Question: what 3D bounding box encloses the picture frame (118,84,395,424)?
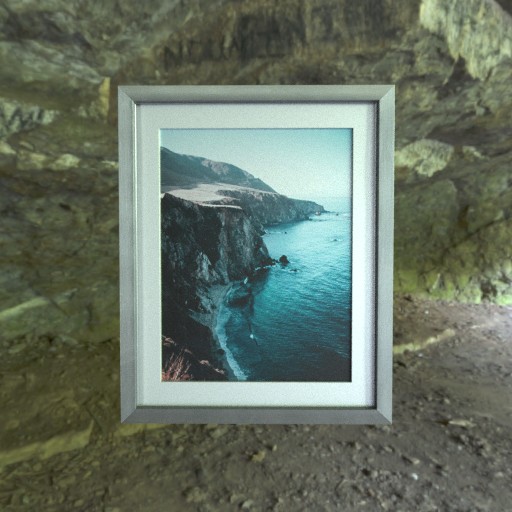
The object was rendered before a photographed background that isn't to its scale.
[{"bbox_3d":[0.000,0.000,0.749,0.449,0.555,0.046,0,2,1],"label":"picture frame"}]
